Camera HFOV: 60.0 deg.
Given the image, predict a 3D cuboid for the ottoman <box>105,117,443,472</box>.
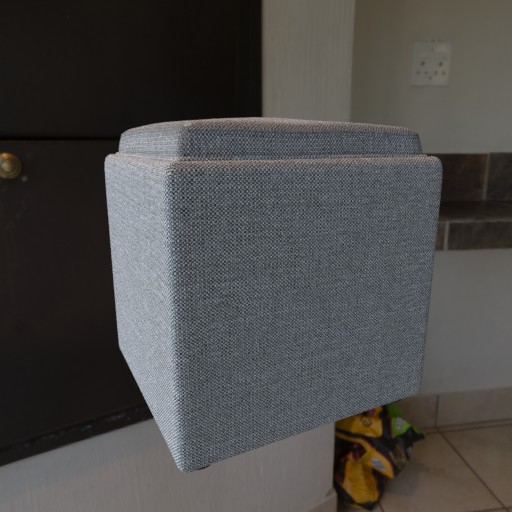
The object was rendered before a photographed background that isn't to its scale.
[{"bbox_3d":[0.000,0.000,0.827,0.454,0.487,0.436,-7,16,-26],"label":"ottoman"}]
